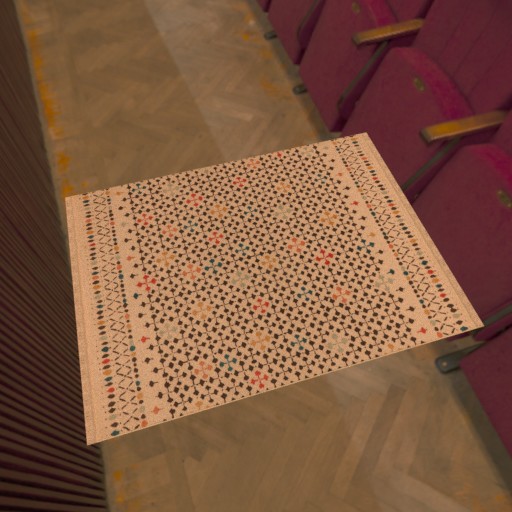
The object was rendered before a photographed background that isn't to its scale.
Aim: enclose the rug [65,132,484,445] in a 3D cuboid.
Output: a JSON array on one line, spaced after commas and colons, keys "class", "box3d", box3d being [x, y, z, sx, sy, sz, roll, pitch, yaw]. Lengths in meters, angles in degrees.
[{"class": "rug", "box3d": [0.000, 0.000, 1.938, 1.556, 0.006, 1.146, -14, 59, -9]}]
